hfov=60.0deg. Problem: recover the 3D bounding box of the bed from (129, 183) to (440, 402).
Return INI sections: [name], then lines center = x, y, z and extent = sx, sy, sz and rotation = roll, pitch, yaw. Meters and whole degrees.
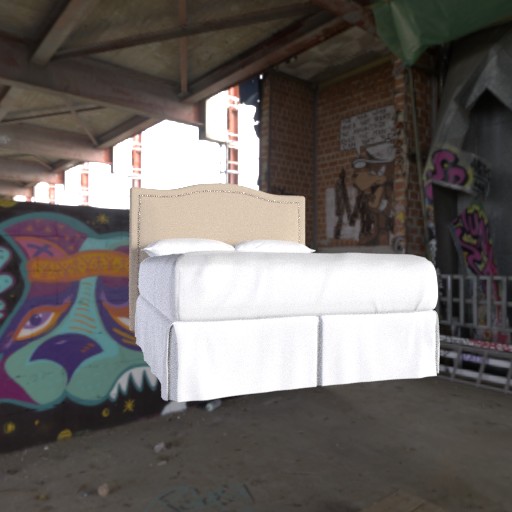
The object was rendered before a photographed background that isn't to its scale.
[bed]
center = 0.000, 0.000, 3.381
extent = 1.753, 1.460, 2.143
rotation = 0, -1, -19
